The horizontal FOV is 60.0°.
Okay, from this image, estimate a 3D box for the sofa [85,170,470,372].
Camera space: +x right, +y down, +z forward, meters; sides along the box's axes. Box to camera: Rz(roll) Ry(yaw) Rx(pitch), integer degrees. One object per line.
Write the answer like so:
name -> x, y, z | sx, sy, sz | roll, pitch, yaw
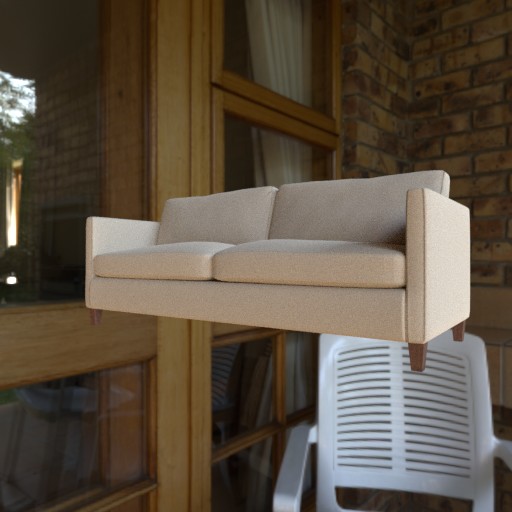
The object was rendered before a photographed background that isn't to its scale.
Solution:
sofa -> 0.000, 0.000, 2.834 | 2.361, 0.968, 0.951 | 0, 0, 35
